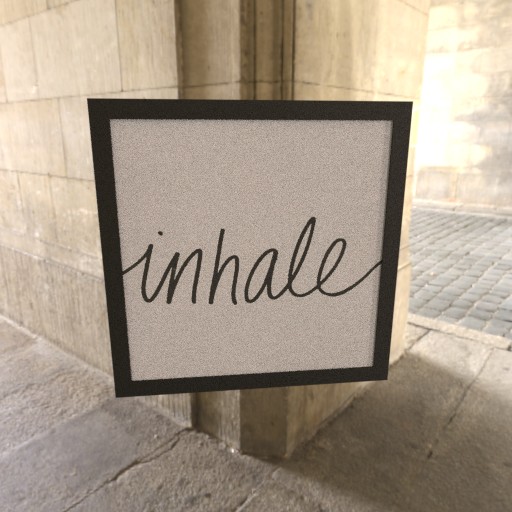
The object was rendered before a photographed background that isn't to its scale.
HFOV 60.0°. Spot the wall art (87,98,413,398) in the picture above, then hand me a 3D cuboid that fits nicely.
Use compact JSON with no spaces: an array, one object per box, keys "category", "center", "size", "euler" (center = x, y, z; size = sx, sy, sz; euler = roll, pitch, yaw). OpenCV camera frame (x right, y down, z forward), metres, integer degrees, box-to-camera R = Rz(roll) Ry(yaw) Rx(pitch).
[{"category":"wall art","center":[0.000,0.000,0.535],"size":[0.356,0.356,0.013],"euler":[-2,16,-7]}]
